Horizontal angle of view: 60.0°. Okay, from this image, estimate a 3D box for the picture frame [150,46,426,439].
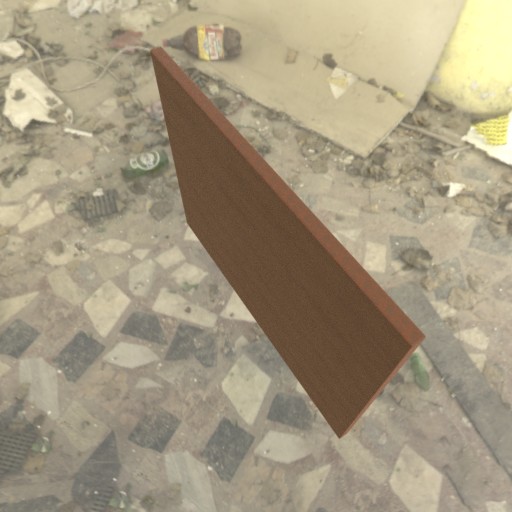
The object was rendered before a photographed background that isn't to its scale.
[{"bbox_3d":[0.000,0.000,1.710,0.045,1.018,1.329,-28,61,-17],"label":"picture frame"}]
